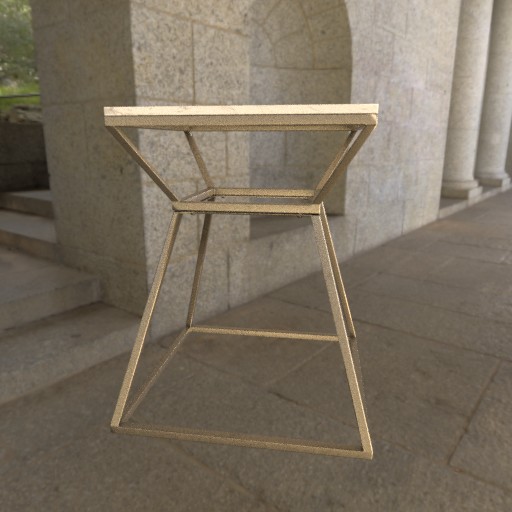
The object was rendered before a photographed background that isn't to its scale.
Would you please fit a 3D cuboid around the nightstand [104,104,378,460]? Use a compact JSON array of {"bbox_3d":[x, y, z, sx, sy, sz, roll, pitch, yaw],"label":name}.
[{"bbox_3d":[0.000,0.000,0.904,0.455,0.554,0.455,2,15,9],"label":"nightstand"}]
